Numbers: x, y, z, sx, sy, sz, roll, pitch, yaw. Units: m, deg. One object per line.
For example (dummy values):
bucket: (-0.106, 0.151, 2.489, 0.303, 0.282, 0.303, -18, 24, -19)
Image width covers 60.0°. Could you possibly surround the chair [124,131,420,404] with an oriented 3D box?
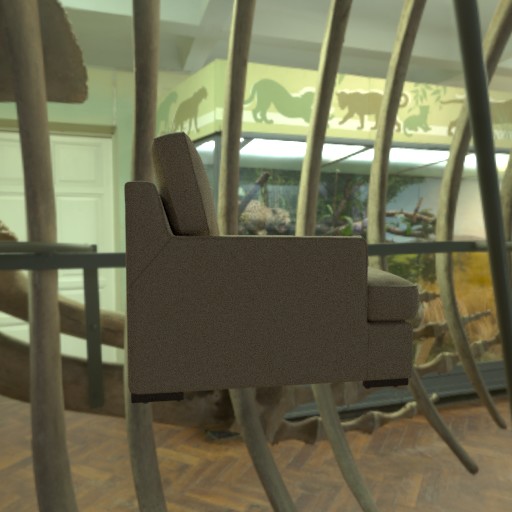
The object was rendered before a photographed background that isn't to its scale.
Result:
chair: (0.000, 0.000, 2.212, 1.274, 1.005, 1.293, -1, 3, -18)
